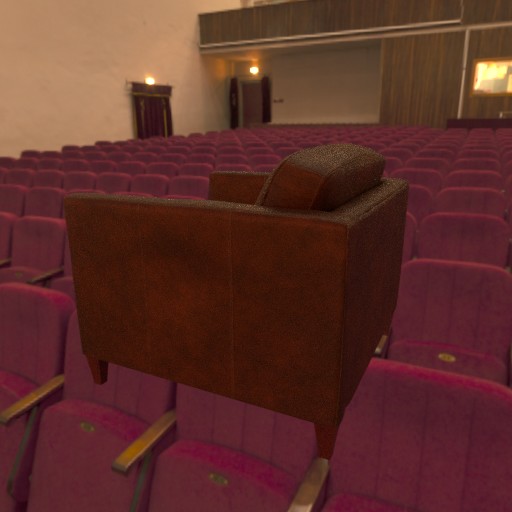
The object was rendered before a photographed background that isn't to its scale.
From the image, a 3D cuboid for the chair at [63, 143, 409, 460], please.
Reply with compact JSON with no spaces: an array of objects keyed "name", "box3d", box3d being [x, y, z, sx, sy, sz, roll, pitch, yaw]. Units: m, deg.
[{"name":"chair","box3d":[0.000,0.000,1.738,0.975,0.864,0.990,8,18,25]}]
